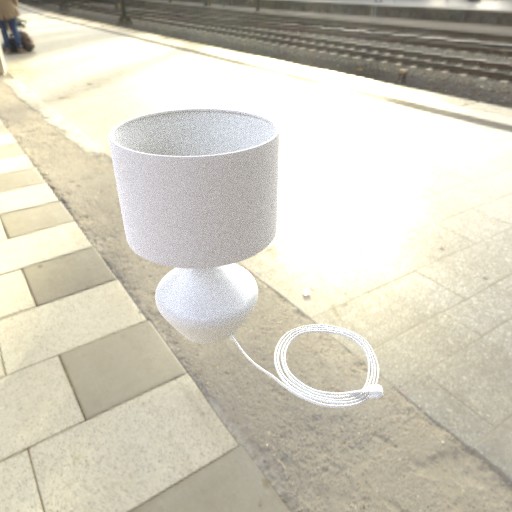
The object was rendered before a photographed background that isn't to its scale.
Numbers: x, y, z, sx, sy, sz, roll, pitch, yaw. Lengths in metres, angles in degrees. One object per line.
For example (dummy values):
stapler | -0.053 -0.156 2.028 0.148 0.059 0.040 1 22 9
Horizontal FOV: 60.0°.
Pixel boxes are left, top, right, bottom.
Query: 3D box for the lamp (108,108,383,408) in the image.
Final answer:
lamp | 0.000 0.000 0.866 0.401 0.457 0.546 -21 38 -30
